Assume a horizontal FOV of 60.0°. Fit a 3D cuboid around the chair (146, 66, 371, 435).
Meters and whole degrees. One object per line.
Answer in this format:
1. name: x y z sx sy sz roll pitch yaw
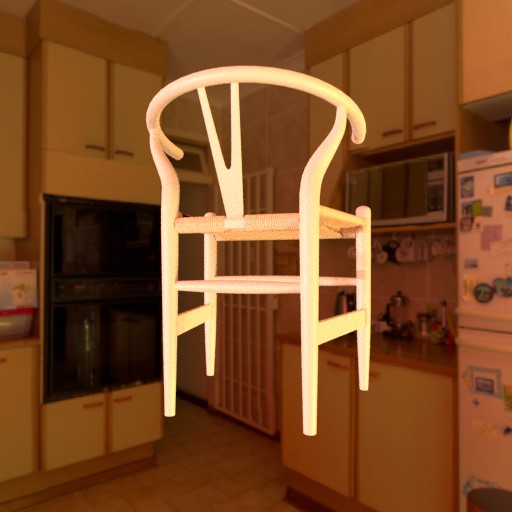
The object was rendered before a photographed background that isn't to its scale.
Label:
1. chair: 0.000 0.000 1.096 0.533 0.736 0.500 0 -1 20
